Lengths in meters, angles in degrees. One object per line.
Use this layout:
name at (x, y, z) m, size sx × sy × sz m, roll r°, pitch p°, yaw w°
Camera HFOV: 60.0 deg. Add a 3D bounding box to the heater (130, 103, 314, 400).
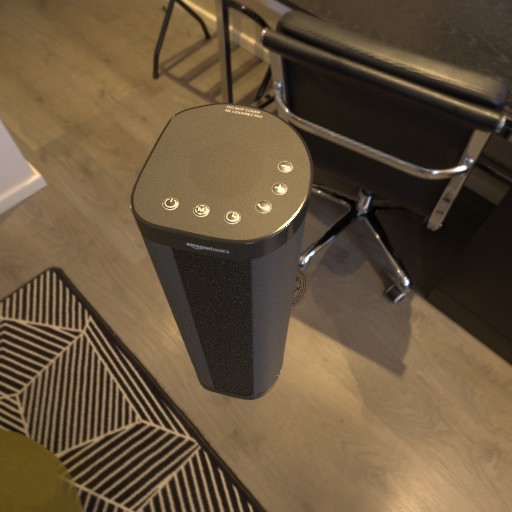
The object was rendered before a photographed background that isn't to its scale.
heater at (0.000, 0.000, 0.690) m, size 0.174 × 0.552 × 0.312 m, roll 13°, pitch 60°, yaw 8°
